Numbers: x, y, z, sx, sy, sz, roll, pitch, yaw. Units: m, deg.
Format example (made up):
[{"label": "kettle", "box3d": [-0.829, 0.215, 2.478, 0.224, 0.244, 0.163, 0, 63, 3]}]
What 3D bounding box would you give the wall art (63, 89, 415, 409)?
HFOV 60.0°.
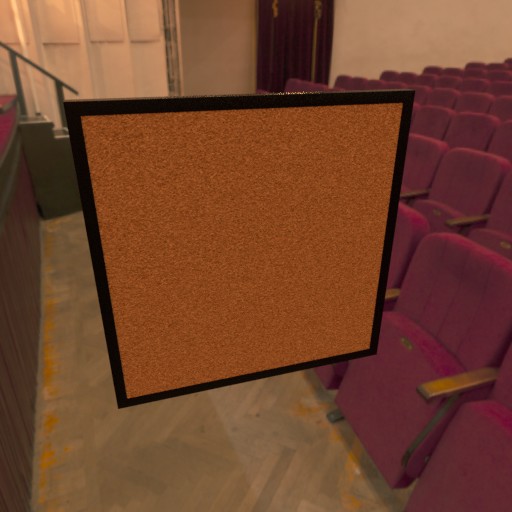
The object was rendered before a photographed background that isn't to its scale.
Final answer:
[{"label": "wall art", "box3d": [0.000, 0.000, 1.097, 0.756, 0.755, 0.036, -8, 27, -15]}]
